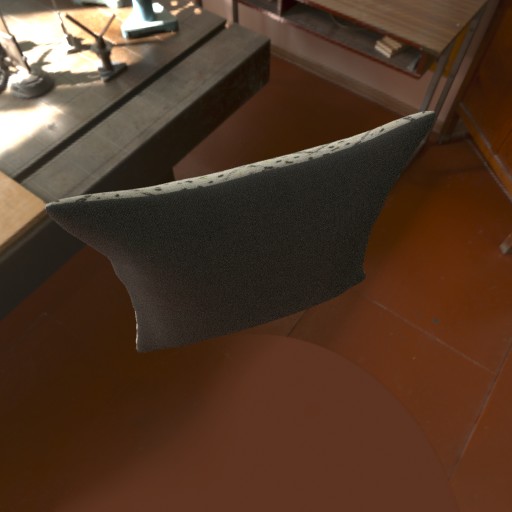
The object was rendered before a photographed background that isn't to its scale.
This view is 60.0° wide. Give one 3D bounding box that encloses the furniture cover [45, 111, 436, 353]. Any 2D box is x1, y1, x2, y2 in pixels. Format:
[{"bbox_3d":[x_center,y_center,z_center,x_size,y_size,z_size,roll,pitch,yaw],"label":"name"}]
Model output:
[{"bbox_3d":[0.000,0.000,0.766,0.525,0.498,0.180,-16,60,-10],"label":"furniture cover"}]
